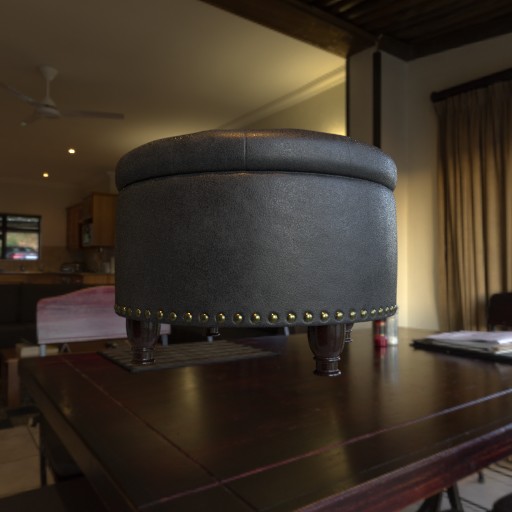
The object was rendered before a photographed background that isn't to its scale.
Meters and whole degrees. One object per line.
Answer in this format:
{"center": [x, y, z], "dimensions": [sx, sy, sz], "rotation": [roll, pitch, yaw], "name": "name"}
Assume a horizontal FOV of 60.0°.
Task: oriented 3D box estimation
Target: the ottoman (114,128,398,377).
{"center": [0.000, 0.000, 1.045], "dimensions": [0.637, 0.442, 0.637], "rotation": [0, -2, 0], "name": "ottoman"}
